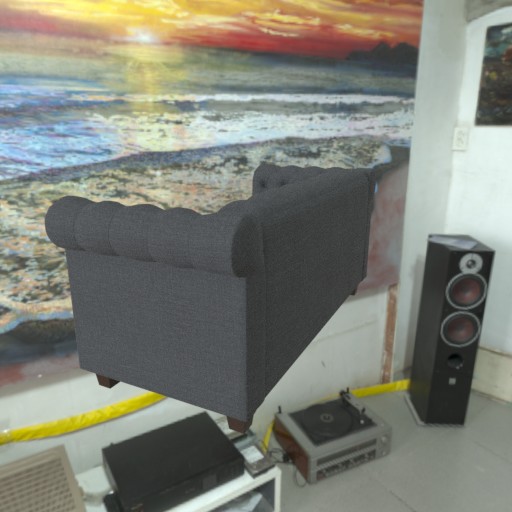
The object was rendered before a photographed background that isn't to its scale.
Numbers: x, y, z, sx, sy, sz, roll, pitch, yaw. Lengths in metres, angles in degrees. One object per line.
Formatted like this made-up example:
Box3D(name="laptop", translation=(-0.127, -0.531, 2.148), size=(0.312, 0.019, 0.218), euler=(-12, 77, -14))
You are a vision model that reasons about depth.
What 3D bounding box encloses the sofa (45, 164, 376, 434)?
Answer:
Box3D(name="sofa", translation=(0.000, 0.000, 2.220), size=(0.783, 0.797, 1.798), euler=(8, 18, 26))
